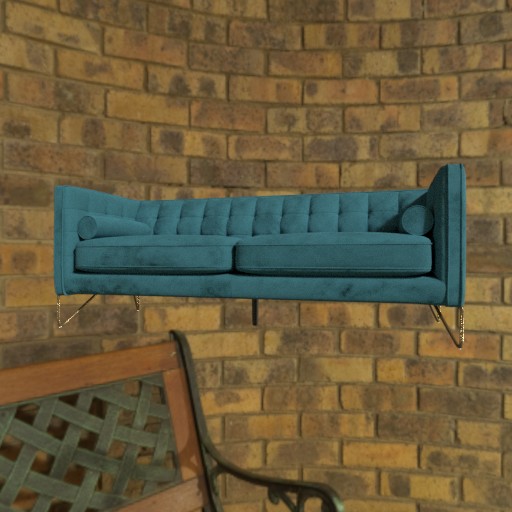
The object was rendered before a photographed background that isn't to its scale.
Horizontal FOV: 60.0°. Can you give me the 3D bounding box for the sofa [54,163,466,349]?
[{"bbox_3d":[0.000,0.000,2.520,2.087,0.789,0.867,0,0,17],"label":"sofa"}]
